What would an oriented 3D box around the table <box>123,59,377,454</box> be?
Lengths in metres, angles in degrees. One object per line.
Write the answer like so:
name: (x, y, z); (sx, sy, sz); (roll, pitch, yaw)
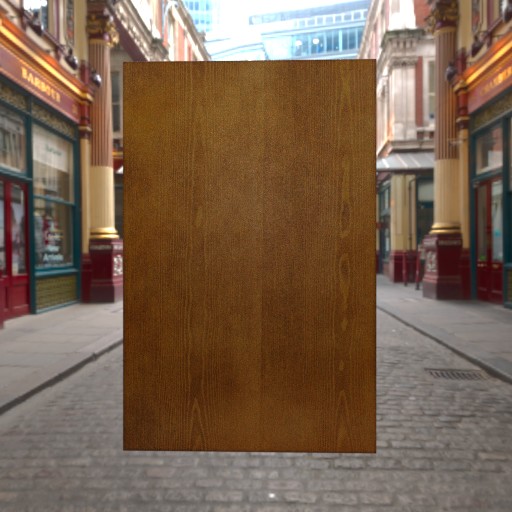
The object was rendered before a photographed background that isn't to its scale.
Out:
table: (0.000, 0.000, 0.958); (0.400, 0.605, 0.550); (0, 0, 1)
